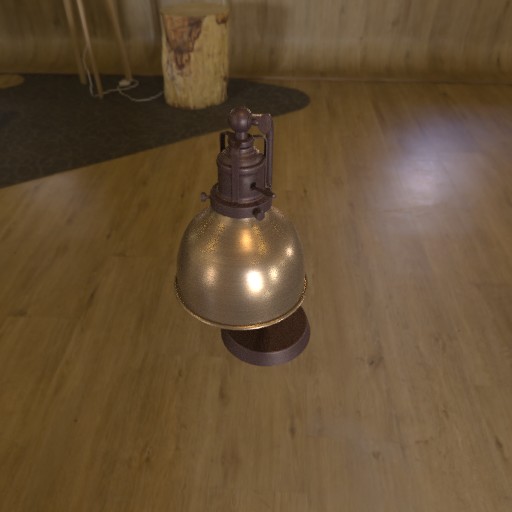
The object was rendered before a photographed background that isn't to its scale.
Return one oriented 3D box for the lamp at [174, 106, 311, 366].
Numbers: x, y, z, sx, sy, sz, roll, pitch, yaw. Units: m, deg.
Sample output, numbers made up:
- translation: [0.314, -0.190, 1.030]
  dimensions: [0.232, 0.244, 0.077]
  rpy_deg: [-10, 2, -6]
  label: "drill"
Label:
- translation: [0.000, 0.000, 0.618]
  dimensions: [0.175, 0.469, 0.298]
  rpy_deg: [13, 43, 14]
  label: "lamp"
